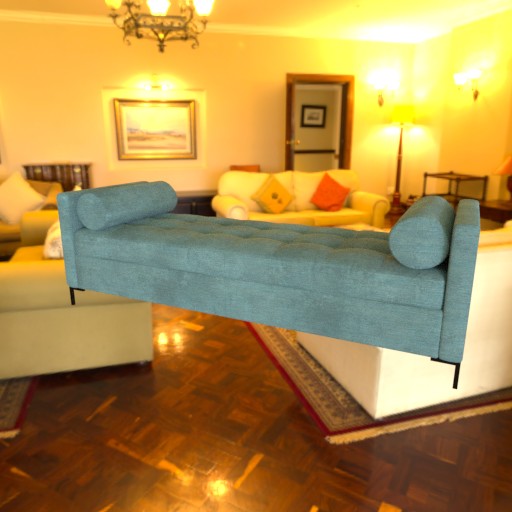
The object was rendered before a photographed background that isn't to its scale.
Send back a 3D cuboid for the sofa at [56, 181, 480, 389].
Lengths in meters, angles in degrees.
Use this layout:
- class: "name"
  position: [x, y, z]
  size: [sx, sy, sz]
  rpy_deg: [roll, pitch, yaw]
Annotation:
- class: "sofa"
  position: [0.000, 0.000, 2.256]
  size: [1.981, 0.635, 0.686]
  rpy_deg: [7, 17, 24]
